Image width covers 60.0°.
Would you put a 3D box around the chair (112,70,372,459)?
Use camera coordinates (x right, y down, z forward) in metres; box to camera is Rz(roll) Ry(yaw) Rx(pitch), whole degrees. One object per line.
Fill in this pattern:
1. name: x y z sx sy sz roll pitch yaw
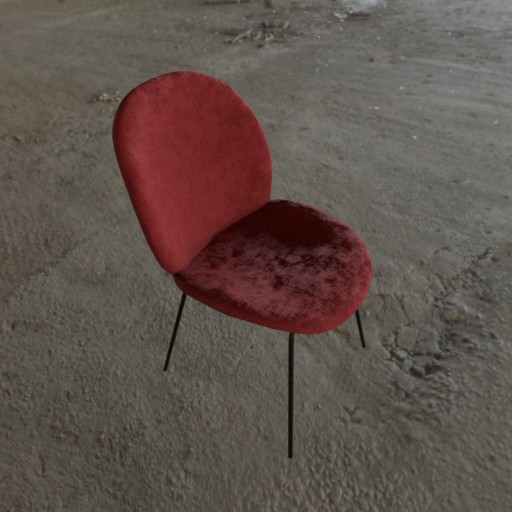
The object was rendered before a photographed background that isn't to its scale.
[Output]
1. chair: 0.000 0.000 1.143 0.587 0.791 0.458 25 47 26
